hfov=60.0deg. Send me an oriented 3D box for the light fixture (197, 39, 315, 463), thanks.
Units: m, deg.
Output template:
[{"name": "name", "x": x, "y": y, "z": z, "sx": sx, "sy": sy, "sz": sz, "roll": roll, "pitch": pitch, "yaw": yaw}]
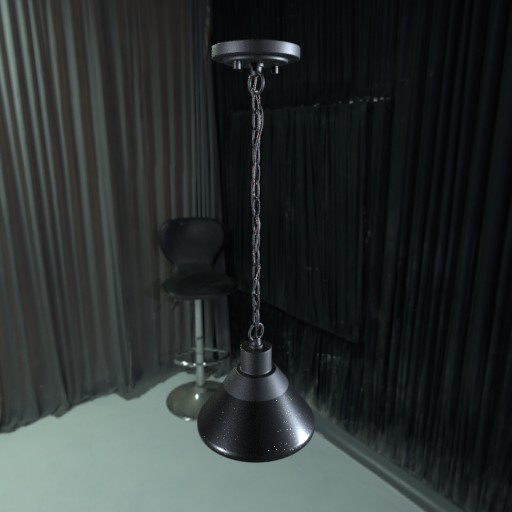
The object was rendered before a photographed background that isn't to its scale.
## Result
[{"name": "light fixture", "x": 0.000, "y": 0.000, "z": 0.683, "sx": 0.201, "sy": 0.588, "sz": 0.201, "roll": -13, "pitch": 20, "yaw": -40}]
